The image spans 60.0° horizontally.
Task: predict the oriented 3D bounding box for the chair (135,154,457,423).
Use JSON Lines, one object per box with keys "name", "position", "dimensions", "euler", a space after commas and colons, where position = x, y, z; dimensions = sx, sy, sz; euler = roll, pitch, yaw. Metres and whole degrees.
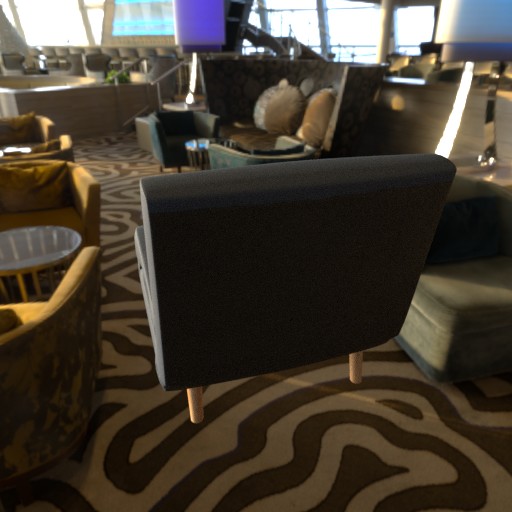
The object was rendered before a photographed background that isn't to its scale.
{"name": "chair", "position": [0.000, 0.000, 1.514], "dimensions": [0.770, 0.808, 0.900], "euler": [-8, 26, -17]}
